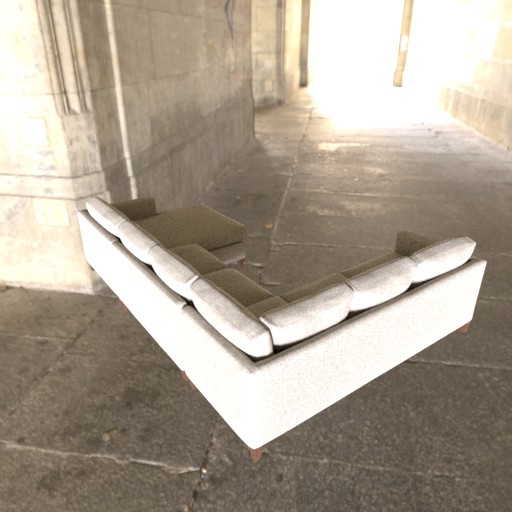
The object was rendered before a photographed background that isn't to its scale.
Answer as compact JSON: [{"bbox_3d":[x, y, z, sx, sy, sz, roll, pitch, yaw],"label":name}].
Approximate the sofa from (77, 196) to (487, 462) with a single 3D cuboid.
[{"bbox_3d":[0.000,0.000,4.567,2.593,0.959,3.460,-18,31,-32],"label":"sofa"}]
